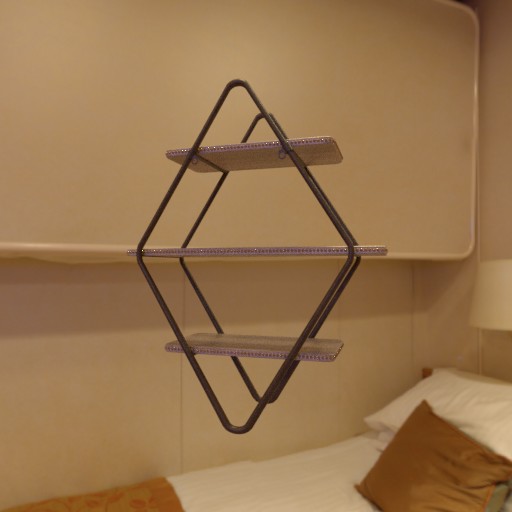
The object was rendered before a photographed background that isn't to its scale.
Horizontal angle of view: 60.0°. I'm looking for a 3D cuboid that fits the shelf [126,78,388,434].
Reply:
[{"bbox_3d":[0.000,0.000,1.067,0.609,0.774,0.234,0,-1,17],"label":"shelf"}]
